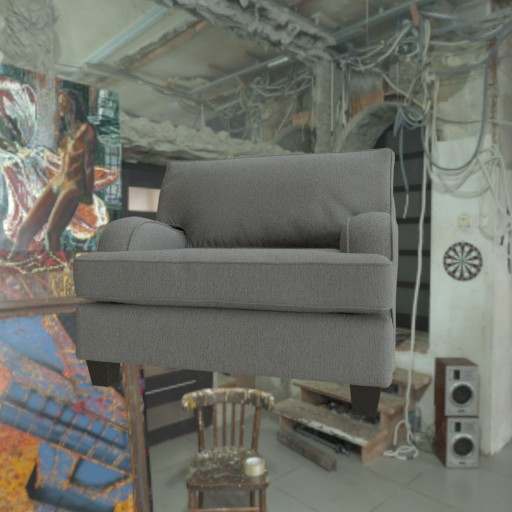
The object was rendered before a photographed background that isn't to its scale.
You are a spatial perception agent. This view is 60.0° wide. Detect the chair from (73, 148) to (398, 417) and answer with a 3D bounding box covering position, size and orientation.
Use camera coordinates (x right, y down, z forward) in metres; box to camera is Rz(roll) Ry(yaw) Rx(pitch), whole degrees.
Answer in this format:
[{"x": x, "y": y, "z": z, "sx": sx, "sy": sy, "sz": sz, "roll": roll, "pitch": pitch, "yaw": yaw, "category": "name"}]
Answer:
[{"x": 0.000, "y": 0.000, "z": 2.004, "sx": 1.220, "sy": 1.016, "sz": 1.041, "roll": 0, "pitch": 2, "yaw": 17, "category": "chair"}]
